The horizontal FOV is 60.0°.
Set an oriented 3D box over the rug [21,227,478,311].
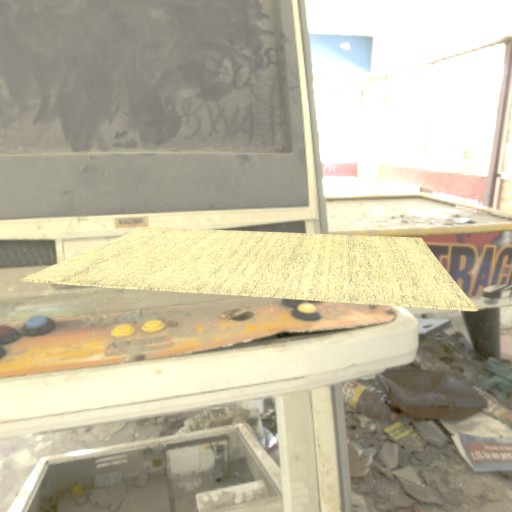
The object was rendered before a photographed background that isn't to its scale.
[{"bbox_3d":[0.000,0.000,2.852,2.263,0.017,1.523,3,15,11],"label":"rug"}]
